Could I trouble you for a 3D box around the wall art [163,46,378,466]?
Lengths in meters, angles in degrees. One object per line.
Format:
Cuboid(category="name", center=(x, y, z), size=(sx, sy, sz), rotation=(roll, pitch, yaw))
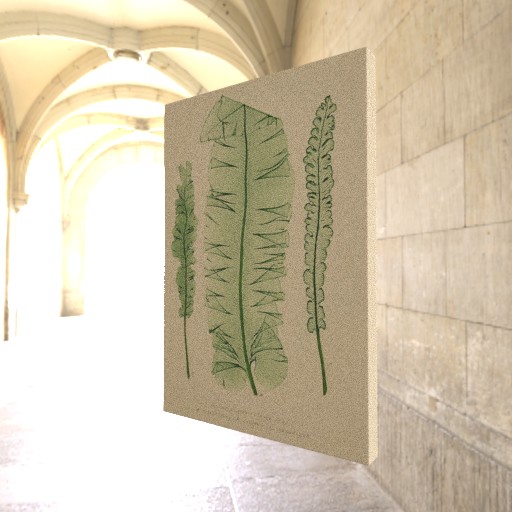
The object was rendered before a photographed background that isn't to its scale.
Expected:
Cuboid(category="wall art", center=(0.000, 0.000, 0.777), size=(0.418, 0.608, 0.038), rotation=(-1, -1, 34))
